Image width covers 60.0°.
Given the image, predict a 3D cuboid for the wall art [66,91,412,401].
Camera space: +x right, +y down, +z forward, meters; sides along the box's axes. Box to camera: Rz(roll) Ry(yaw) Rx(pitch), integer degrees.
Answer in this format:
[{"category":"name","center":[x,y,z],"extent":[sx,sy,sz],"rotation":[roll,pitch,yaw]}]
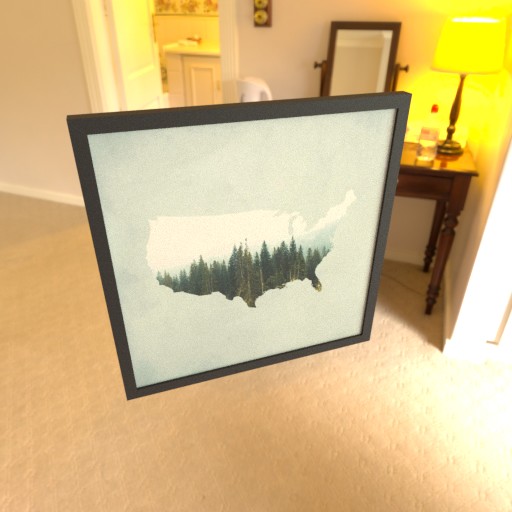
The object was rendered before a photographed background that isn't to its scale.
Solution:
[{"category":"wall art","center":[0.000,0.000,1.146],"extent":[0.763,0.763,0.038],"rotation":[-10,32,-16]}]
